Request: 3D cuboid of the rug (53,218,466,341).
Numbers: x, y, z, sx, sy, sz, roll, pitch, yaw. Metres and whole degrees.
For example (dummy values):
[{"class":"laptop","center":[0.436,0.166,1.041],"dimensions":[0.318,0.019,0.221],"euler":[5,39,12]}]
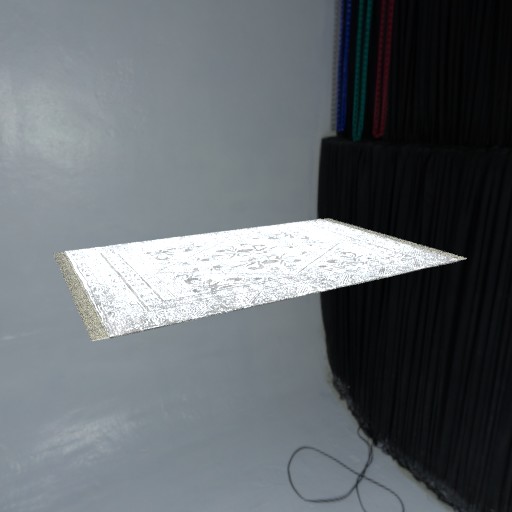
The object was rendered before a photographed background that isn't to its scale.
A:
[{"class":"rug","center":[0.000,0.000,3.070],"dimensions":[2.440,0.010,1.529],"euler":[-9,19,-28]}]
